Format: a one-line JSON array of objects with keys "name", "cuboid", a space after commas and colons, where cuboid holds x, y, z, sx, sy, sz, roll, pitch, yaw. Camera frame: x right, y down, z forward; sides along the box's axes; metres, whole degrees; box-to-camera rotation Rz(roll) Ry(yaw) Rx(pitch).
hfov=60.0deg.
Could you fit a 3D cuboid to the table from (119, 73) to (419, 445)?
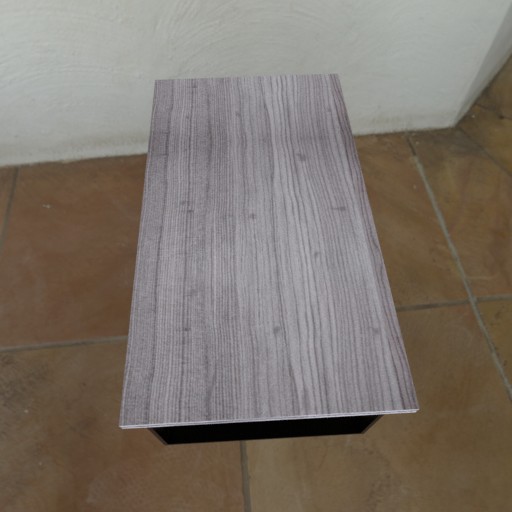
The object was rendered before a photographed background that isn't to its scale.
[{"name": "table", "cuboid": [0.000, 0.000, 2.026, 0.881, 0.736, 1.579, -3, 58, -2]}]
